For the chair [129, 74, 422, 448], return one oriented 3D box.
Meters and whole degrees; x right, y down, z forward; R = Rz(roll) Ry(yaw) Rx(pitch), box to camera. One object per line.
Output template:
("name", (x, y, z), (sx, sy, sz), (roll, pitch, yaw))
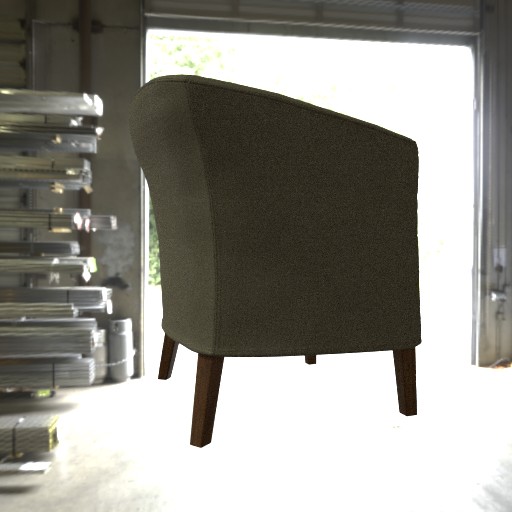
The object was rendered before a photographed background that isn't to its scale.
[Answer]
("chair", (0.000, 0.000, 1.219), (0.668, 0.771, 0.600), (0, 1, -20))
